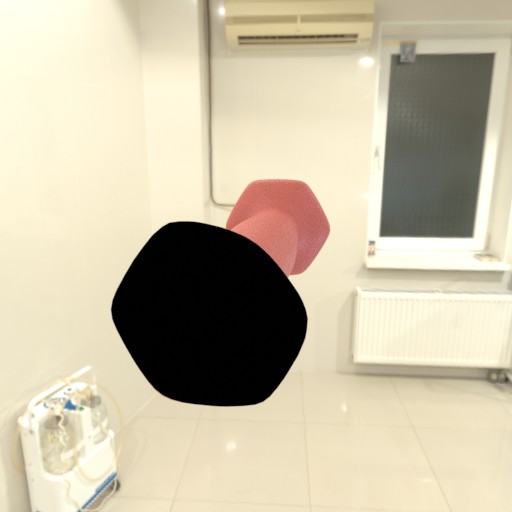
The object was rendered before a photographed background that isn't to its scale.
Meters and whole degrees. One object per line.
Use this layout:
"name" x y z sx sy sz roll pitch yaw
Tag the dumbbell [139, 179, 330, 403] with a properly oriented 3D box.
"dumbbell" 0.000 0.000 0.148 0.047 0.043 0.123 3 14 10
